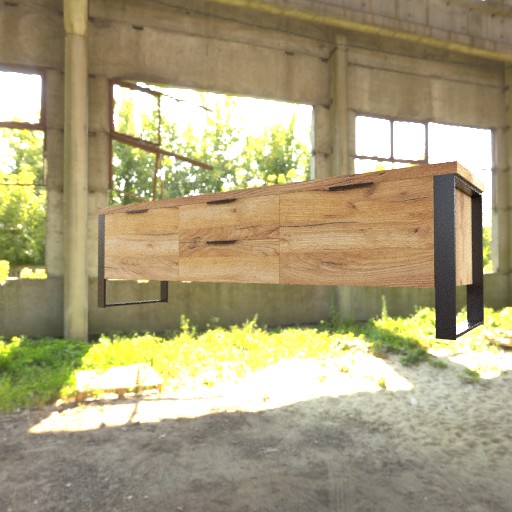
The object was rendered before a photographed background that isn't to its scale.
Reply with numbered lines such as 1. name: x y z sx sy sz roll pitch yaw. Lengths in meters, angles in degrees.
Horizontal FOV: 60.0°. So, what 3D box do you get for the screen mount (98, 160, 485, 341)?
1. screen mount: 0.000 0.000 1.702 1.524 0.450 0.395 -1 -2 37
